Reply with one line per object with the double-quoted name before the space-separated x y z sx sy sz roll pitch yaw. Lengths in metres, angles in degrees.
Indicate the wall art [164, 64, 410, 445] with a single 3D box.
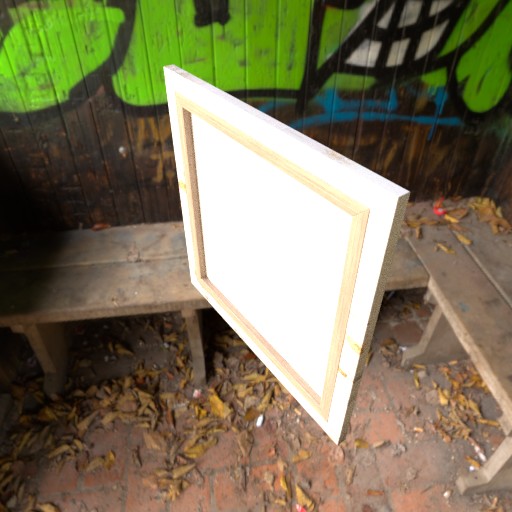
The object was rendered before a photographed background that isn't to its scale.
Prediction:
"wall art" 0.000 0.000 1.534 0.040 1.018 1.015 -25 46 -27
